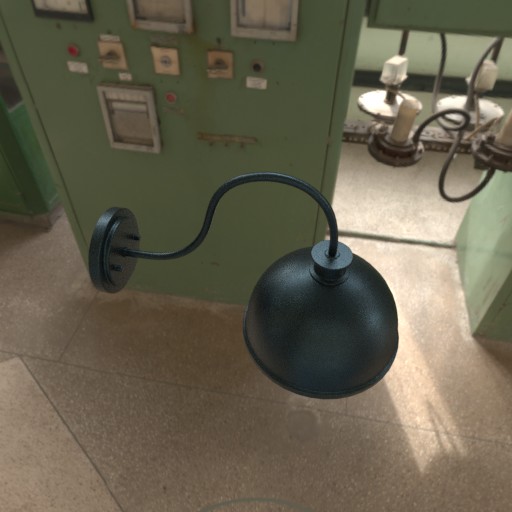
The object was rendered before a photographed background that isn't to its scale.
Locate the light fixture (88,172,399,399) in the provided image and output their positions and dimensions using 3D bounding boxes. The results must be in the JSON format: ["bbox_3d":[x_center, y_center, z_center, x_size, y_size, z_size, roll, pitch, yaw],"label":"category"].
[{"bbox_3d":[0.000,0.000,0.643,0.467,0.295,0.253,8,46,8],"label":"light fixture"}]
